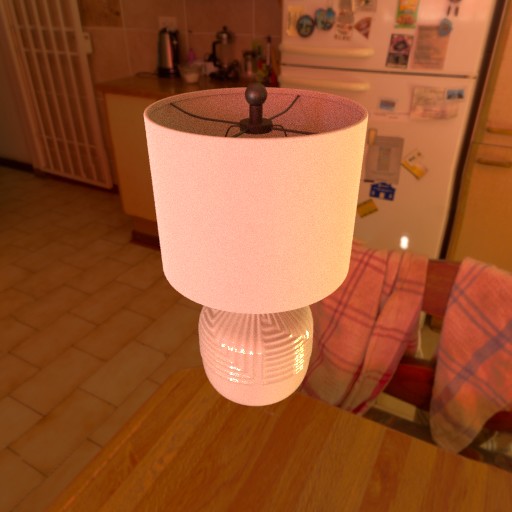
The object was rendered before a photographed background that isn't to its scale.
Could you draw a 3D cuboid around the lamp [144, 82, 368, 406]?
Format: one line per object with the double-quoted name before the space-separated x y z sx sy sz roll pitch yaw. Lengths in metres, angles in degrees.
"lamp" 0.000 0.000 0.768 0.318 0.567 0.318 0 31 0
